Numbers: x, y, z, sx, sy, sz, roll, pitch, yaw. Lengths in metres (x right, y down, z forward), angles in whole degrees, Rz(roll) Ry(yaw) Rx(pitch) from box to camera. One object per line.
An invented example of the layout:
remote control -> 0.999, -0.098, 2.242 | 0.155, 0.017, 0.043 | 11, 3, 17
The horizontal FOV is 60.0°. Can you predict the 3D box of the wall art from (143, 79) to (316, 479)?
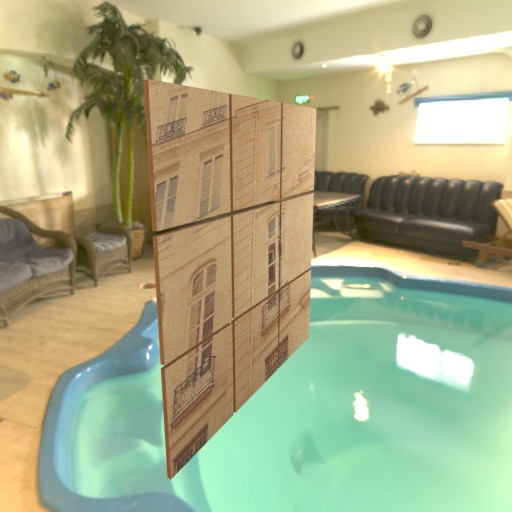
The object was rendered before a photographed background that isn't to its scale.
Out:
wall art -> 0.000, 0.000, 1.358 | 0.018, 0.913, 0.915 | 8, 16, 27
